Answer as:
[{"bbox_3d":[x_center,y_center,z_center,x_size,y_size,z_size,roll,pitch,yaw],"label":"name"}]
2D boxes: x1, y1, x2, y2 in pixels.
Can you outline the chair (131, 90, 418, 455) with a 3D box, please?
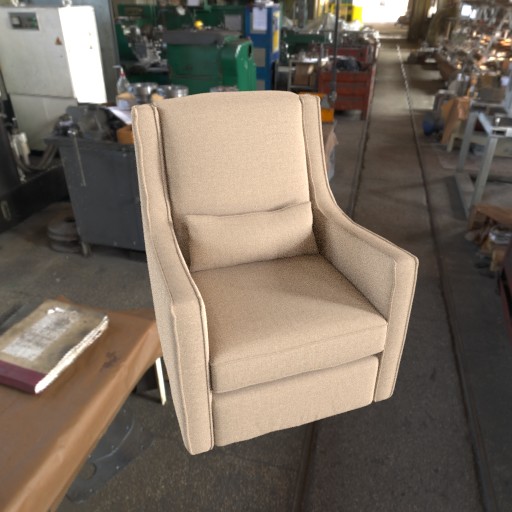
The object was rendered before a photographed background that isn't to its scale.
[{"bbox_3d":[0.000,0.000,1.576,0.732,0.993,0.879,-10,32,-16],"label":"chair"}]
